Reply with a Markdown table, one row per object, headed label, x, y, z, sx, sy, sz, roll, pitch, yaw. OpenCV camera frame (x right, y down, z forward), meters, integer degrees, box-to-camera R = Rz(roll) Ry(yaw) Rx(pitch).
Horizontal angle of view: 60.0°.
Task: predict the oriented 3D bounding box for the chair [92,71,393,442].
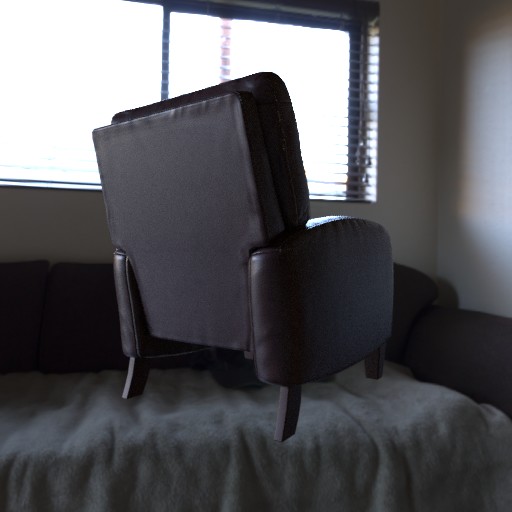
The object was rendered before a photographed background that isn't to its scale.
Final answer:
| label | x | y | z | sx | sy | sz | roll | pitch | yaw |
| --- | --- | --- | --- | --- | --- | --- | --- | --- | --- |
| chair | 0.000 | 0.000 | 1.643 | 0.762 | 0.990 | 0.990 | 0 | 0 | 35 |
